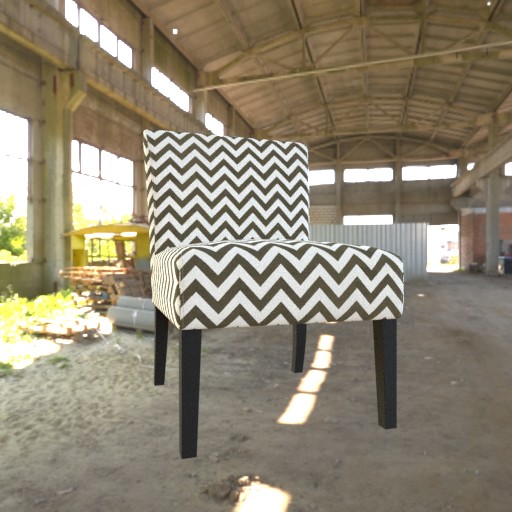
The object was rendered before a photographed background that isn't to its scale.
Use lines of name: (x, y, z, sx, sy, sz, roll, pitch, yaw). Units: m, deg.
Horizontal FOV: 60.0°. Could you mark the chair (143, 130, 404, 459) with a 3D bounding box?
chair: (0.000, 0.000, 1.278, 0.589, 0.838, 0.648, 0, 0, -19)
